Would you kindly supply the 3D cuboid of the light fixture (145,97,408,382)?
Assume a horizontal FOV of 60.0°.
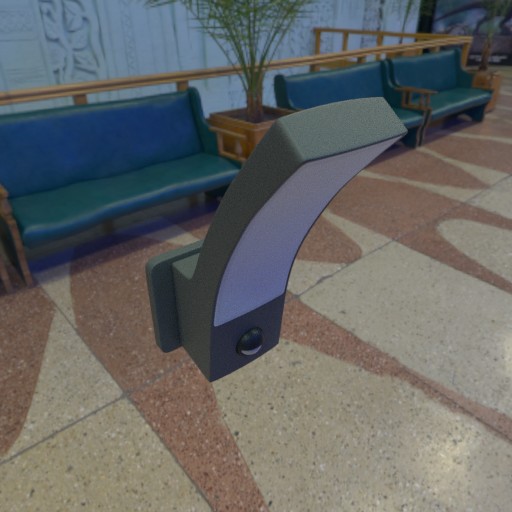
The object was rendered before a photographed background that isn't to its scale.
[{"bbox_3d":[0.000,0.000,0.333,0.108,0.243,0.174,-22,37,-33],"label":"light fixture"}]
